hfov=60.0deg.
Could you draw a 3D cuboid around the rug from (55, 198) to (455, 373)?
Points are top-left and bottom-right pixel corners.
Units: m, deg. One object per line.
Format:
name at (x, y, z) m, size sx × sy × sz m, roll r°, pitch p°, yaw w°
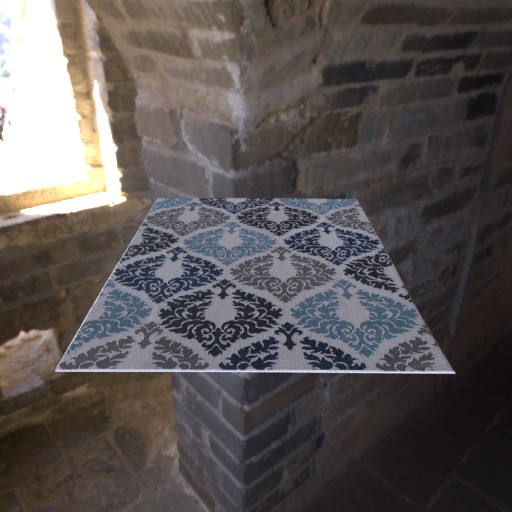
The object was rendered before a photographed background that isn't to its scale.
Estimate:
rug at (0.000, 0.000, 4.013) m, size 2.423 × 0.014 × 3.040 m, roll 0°, pitch 27°, yaw 0°
